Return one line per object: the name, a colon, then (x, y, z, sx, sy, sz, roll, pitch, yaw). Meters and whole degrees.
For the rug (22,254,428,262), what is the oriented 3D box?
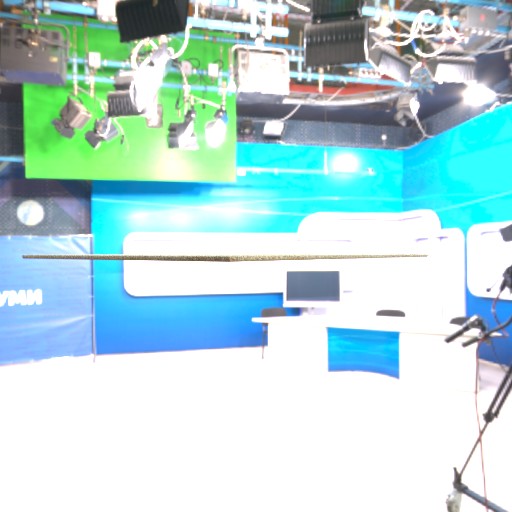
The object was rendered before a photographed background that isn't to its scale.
rug: (0.000, 0.000, 3.430, 1.800, 0.025, 2.699, 0, 1, 37)
